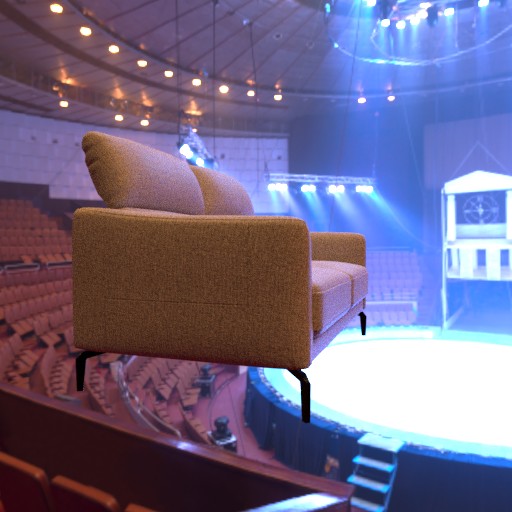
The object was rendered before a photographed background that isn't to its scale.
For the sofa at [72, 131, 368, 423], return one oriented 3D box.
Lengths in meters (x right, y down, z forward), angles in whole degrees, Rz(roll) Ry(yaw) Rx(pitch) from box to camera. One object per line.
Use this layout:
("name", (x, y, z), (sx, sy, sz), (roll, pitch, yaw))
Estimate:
("sofa", (0.000, 0.000, 2.088), (0.905, 0.950, 1.540), (0, 1, 20))
